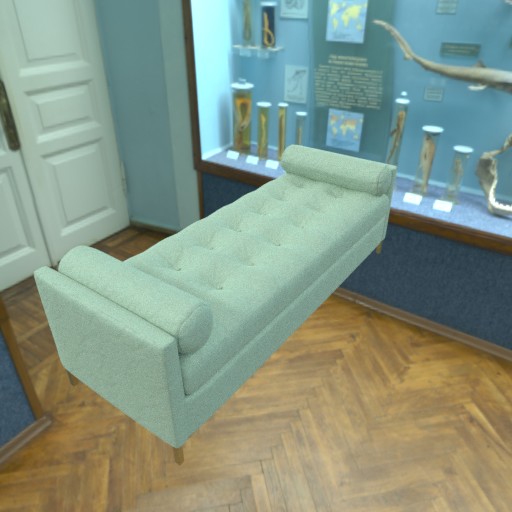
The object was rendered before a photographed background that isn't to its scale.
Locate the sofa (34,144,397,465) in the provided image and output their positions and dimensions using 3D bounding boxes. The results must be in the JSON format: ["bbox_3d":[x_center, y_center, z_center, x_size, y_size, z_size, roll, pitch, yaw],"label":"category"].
[{"bbox_3d":[0.000,0.000,2.495,0.796,0.705,2.102,21,37,30],"label":"sofa"}]
